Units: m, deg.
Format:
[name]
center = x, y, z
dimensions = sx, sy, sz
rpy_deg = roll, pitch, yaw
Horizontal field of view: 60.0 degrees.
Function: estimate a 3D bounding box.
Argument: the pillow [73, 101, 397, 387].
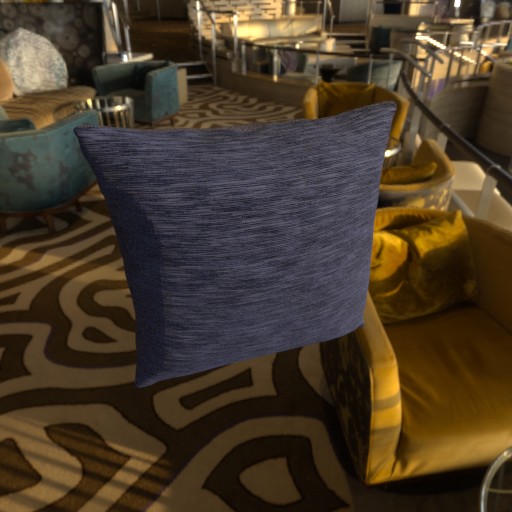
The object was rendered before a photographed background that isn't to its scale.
[pillow]
center = 0.000, 0.000, 0.692
dimensions = 0.452, 0.439, 0.204
rpy_deg = -10, 33, -17
